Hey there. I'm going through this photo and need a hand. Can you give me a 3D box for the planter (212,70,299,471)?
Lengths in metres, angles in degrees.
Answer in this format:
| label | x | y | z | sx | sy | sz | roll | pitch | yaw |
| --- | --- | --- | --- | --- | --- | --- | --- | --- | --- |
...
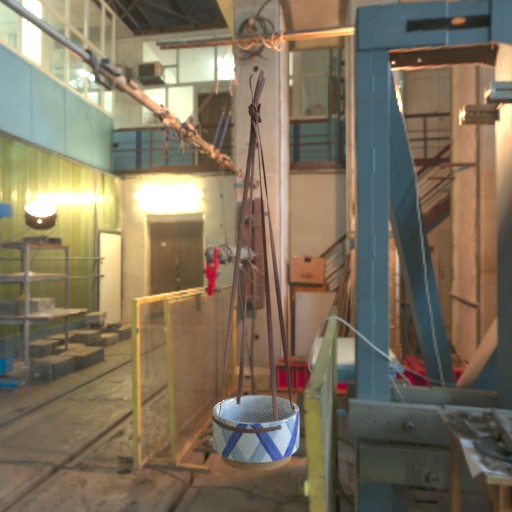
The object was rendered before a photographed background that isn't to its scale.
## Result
| label | x | y | z | sx | sy | sz | roll | pitch | yaw |
| --- | --- | --- | --- | --- | --- | --- | --- | --- | --- |
| planter | 0.000 | 0.000 | 0.840 | 0.166 | 0.751 | 0.166 | 0 | 0 | -35 |
